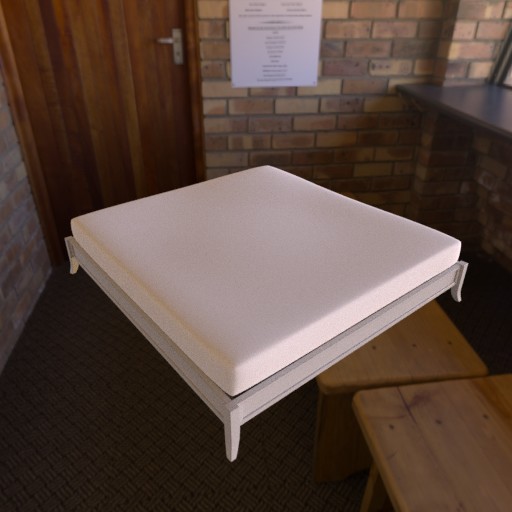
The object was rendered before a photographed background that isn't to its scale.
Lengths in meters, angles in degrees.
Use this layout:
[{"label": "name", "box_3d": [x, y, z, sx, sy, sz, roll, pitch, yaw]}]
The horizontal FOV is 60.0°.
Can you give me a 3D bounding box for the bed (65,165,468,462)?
[{"label": "bed", "box_3d": [0.000, 0.000, 3.154, 2.007, 0.510, 2.108, -22, 36, -33]}]
